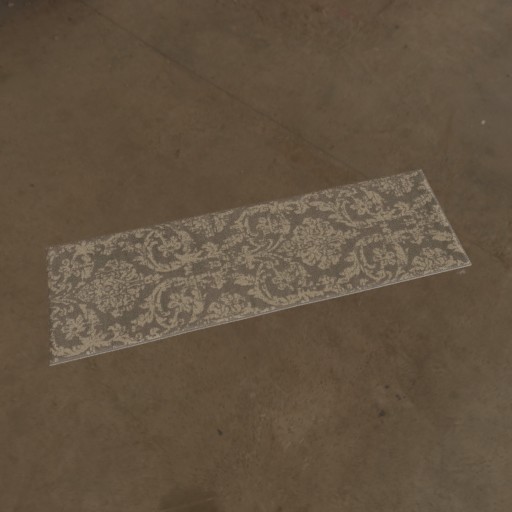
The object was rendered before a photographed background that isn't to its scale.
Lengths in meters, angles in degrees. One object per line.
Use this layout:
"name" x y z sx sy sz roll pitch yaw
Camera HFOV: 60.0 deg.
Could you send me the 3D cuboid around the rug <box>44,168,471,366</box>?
"rug" 0.000 0.000 2.375 2.196 0.011 0.662 -13 63 -6
